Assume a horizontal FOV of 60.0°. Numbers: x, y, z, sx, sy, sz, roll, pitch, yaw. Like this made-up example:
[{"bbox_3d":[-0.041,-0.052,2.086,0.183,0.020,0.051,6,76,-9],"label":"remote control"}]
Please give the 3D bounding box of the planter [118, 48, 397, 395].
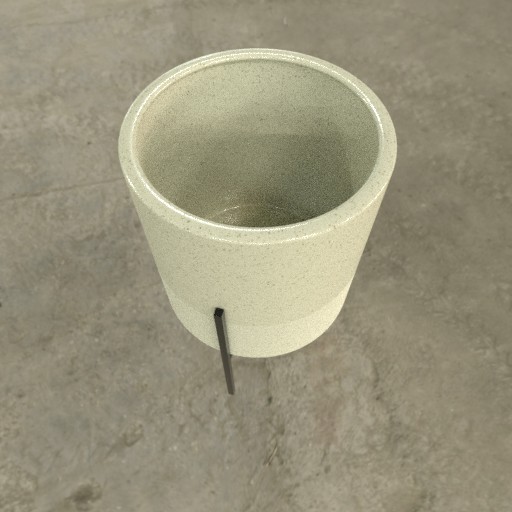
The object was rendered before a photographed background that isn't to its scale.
[{"bbox_3d":[0.000,0.000,0.537,0.234,0.390,0.243,15,59,9],"label":"planter"}]
